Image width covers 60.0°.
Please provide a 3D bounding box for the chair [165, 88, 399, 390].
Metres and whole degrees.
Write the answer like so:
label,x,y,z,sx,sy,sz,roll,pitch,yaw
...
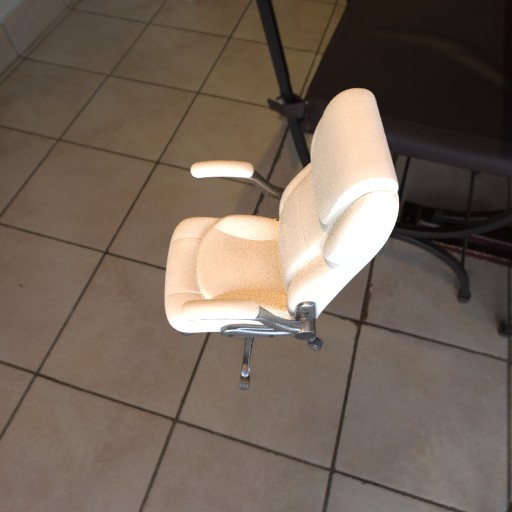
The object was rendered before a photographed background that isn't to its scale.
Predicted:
label,x,y,z,sx,sy,sz,roll,pitch,yaw
chair,0.000,0.000,1.854,0.806,1.330,0.755,-1,57,-1
